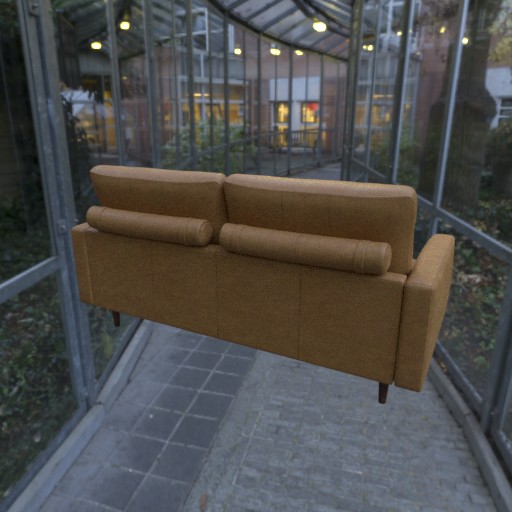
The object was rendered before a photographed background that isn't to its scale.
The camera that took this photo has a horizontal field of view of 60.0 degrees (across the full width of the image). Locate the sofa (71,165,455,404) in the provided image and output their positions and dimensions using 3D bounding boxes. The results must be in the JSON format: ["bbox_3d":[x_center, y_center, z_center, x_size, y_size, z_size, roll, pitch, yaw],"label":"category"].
[{"bbox_3d":[0.000,0.000,2.274,1.821,0.898,0.850,9,20,27],"label":"sofa"}]
